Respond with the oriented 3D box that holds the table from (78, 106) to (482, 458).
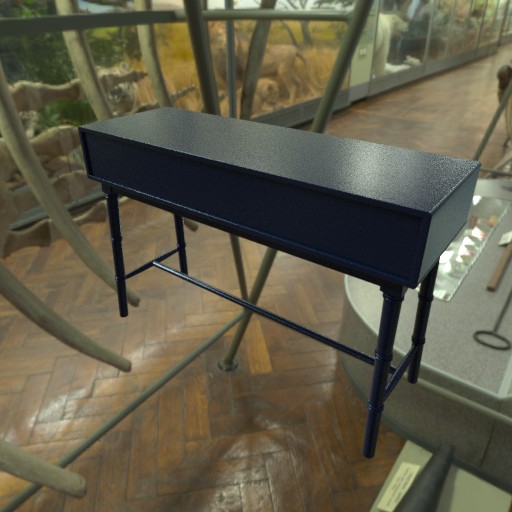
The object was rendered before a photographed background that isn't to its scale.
[{"bbox_3d":[0.000,0.000,1.439,1.118,0.749,0.399,20,36,31],"label":"table"}]
